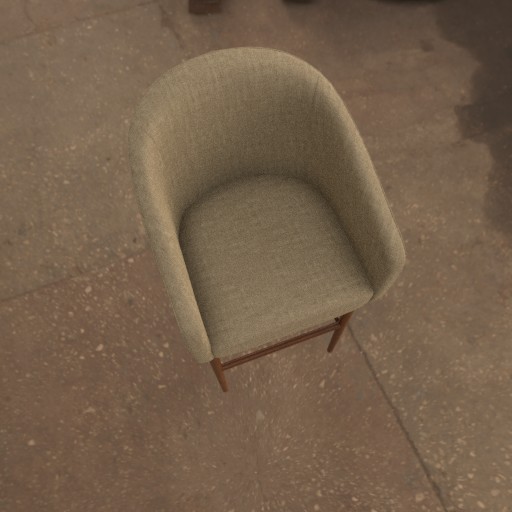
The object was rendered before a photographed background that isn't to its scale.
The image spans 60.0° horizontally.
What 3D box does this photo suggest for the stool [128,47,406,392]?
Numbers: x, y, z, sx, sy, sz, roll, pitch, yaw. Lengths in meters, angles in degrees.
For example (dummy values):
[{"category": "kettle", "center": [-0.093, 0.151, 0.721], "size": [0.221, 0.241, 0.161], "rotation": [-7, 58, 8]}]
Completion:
[{"category": "stool", "center": [0.000, 0.000, 1.418], "size": [0.559, 1.078, 0.607], "rotation": [-18, 65, -9]}]
